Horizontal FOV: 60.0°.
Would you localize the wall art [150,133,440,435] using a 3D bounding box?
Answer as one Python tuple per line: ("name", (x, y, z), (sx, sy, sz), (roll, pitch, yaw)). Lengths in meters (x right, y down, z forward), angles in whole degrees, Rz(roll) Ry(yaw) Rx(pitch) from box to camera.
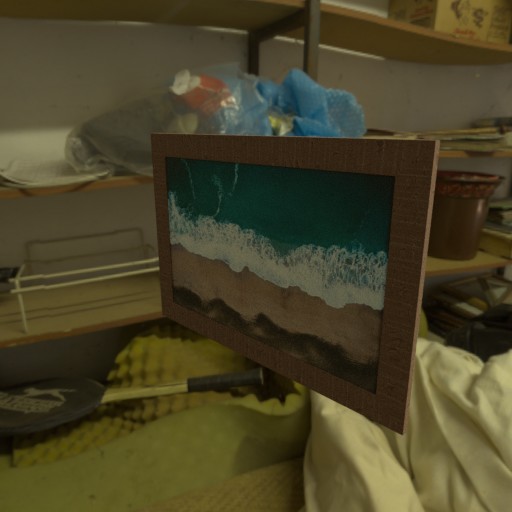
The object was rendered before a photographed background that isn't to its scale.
("wall art", (0.000, 0.000, 1.195), (0.917, 0.626, 0.019), (16, 23, 42))
